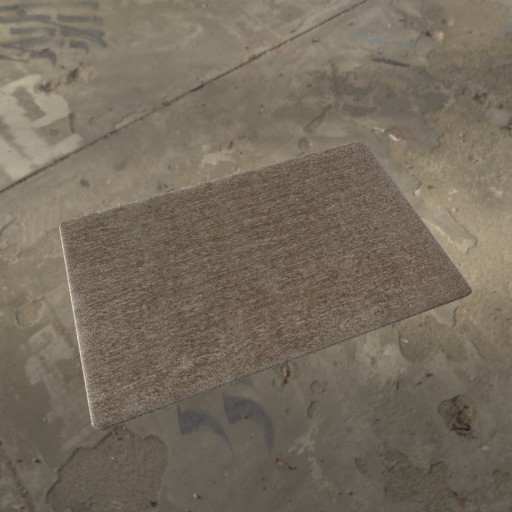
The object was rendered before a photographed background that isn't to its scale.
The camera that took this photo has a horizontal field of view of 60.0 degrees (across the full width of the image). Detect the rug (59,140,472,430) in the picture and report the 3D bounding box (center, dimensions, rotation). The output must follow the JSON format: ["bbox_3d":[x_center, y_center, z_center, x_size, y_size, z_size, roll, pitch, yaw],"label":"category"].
[{"bbox_3d":[0.000,0.000,3.041,2.469,0.024,1.539,-17,59,-11],"label":"rug"}]
